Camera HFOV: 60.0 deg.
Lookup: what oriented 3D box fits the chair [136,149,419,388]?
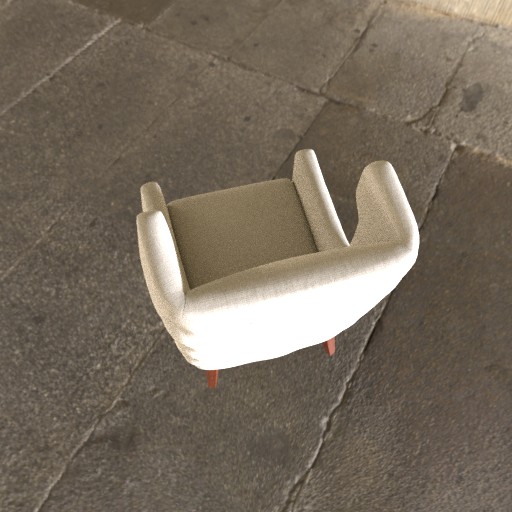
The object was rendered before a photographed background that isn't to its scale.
[{"bbox_3d":[0.000,0.000,1.692,0.778,1.079,0.899,-13,59,-8],"label":"chair"}]
